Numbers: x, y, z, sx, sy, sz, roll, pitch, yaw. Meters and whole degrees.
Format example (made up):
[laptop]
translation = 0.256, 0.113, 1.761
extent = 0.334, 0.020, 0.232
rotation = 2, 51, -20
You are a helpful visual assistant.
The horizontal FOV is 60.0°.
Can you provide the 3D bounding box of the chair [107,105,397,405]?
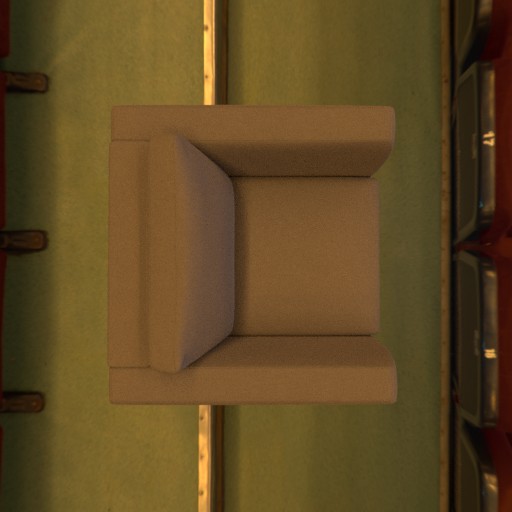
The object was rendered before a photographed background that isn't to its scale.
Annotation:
[chair]
translation = 0.000, 0.000, 1.670
extent = 0.930, 0.860, 1.000
rotation = 0, 89, -1
